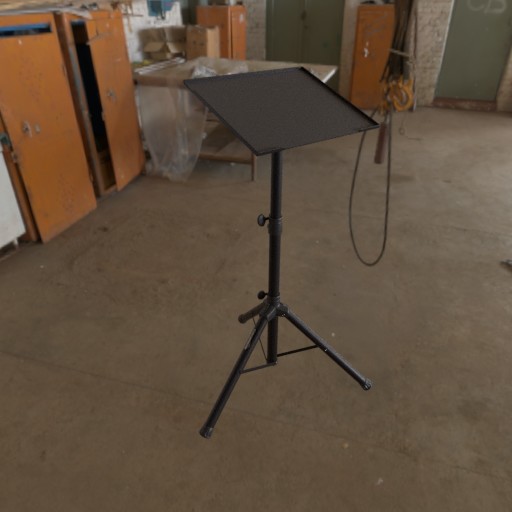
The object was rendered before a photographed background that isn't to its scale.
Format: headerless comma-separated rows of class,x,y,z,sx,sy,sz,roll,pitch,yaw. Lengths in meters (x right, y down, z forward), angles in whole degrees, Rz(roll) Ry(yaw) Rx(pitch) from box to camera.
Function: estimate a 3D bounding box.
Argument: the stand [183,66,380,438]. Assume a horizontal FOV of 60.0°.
stand,0.000,0.000,1.595,0.702,1.198,0.702,-21,36,-31
